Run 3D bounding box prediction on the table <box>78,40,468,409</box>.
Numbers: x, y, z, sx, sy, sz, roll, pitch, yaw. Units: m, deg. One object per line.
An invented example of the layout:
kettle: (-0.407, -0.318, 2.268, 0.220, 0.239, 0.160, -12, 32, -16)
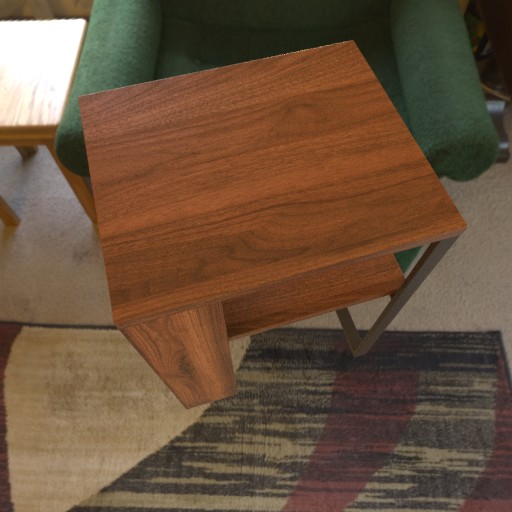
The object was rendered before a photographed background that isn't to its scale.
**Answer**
table: (0.000, 0.000, 1.538, 0.786, 1.041, 0.660, -15, 63, -8)
